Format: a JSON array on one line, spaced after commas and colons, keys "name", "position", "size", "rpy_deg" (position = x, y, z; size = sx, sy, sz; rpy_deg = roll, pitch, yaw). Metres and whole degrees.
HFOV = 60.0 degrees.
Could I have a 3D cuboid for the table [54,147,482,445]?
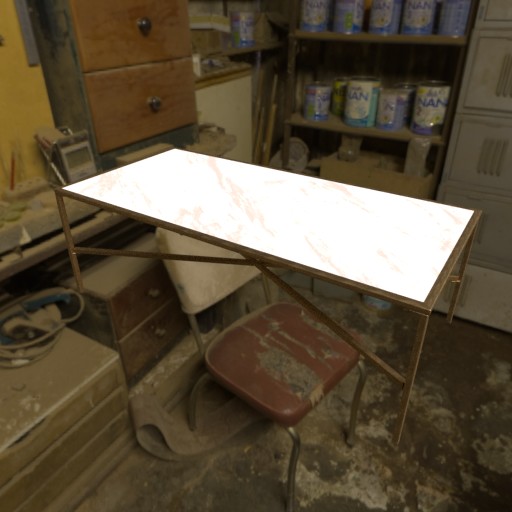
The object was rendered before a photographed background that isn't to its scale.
[{"name": "table", "position": [0.000, 0.000, 1.464], "size": [1.197, 0.405, 0.577], "rpy_deg": [18, 34, 28]}]
